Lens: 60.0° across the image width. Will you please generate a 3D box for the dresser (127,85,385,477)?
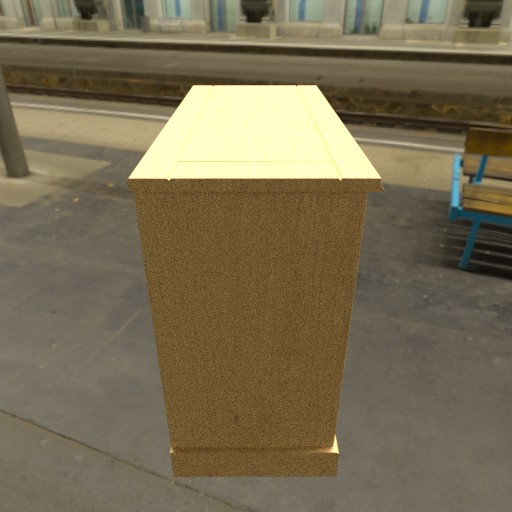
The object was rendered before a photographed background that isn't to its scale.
[{"bbox_3d":[0.000,0.000,1.352,0.440,0.835,0.915,0,30,0],"label":"dresser"}]
